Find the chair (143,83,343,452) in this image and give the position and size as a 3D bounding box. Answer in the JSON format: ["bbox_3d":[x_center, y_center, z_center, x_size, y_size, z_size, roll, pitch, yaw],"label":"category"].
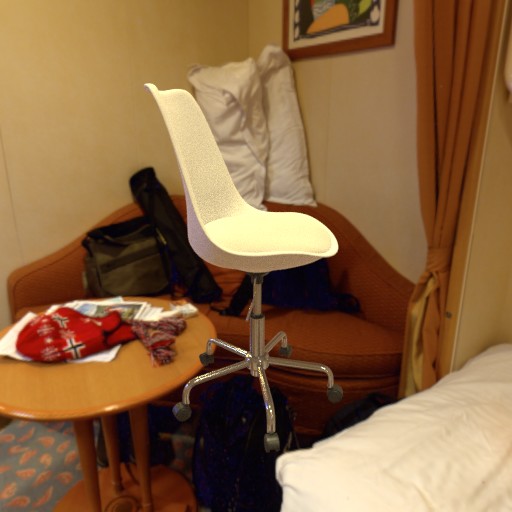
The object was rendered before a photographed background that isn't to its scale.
[{"bbox_3d":[0.000,0.000,1.296,0.550,0.930,0.550,3,18,8],"label":"chair"}]
